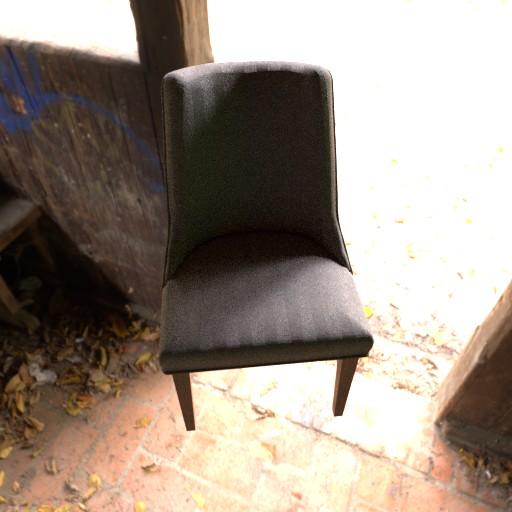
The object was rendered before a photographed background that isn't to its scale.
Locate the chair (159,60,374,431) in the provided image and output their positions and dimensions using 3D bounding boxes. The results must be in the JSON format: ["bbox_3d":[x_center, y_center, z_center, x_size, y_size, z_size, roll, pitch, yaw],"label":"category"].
[{"bbox_3d":[0.000,0.000,1.302,0.548,0.916,0.636,-4,47,-4],"label":"chair"}]
